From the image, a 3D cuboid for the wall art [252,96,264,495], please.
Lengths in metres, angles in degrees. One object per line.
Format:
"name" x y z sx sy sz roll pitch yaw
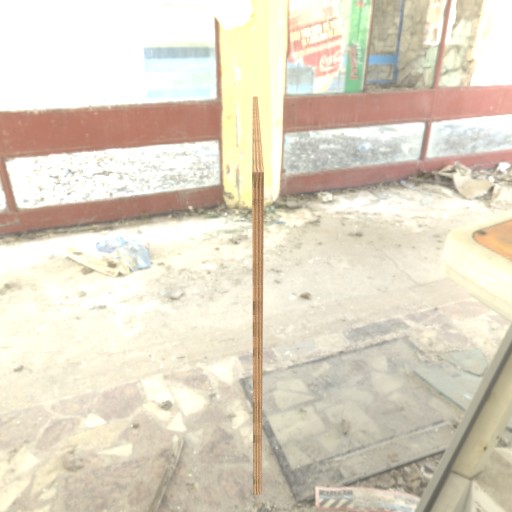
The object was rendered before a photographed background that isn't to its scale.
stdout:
"wall art" 0.000 0.000 0.685 0.010 0.408 0.508 0 26 0
